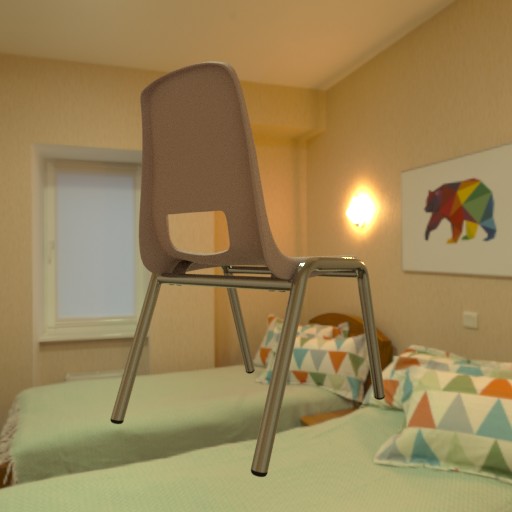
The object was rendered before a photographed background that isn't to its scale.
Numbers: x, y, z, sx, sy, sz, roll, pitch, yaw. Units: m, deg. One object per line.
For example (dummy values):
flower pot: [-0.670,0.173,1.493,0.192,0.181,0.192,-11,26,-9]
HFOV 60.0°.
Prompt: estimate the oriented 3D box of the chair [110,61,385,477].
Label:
chair: [0.000,0.000,0.842,0.354,0.586,0.423,0,0,36]
